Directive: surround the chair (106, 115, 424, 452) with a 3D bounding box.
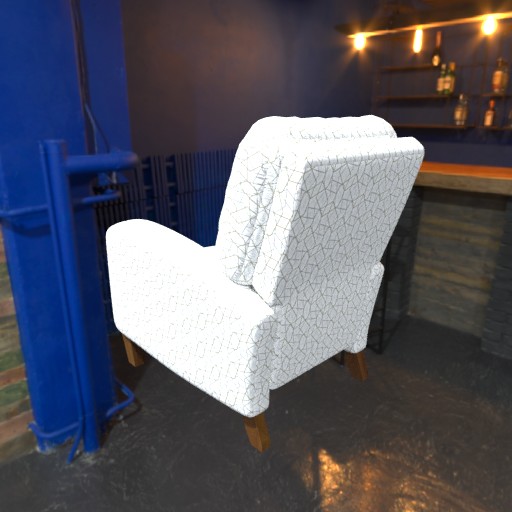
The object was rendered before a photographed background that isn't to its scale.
[{"bbox_3d":[0.000,0.000,1.757,0.796,1.064,0.995,-16,24,-41],"label":"chair"}]
